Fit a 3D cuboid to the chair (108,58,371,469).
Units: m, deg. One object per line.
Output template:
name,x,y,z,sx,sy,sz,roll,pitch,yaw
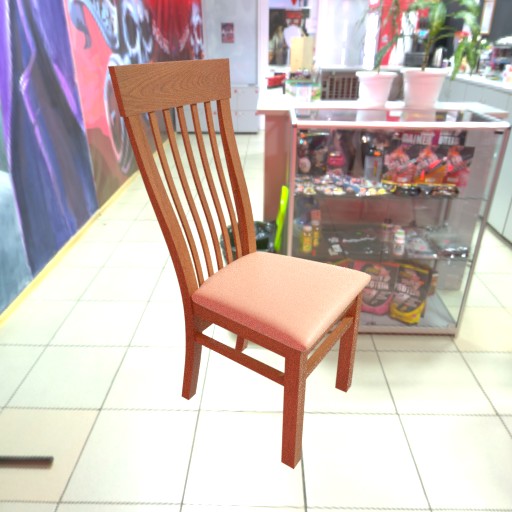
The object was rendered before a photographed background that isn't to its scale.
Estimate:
chair,0.000,0.000,1.324,0.580,1.050,0.450,17,31,30
